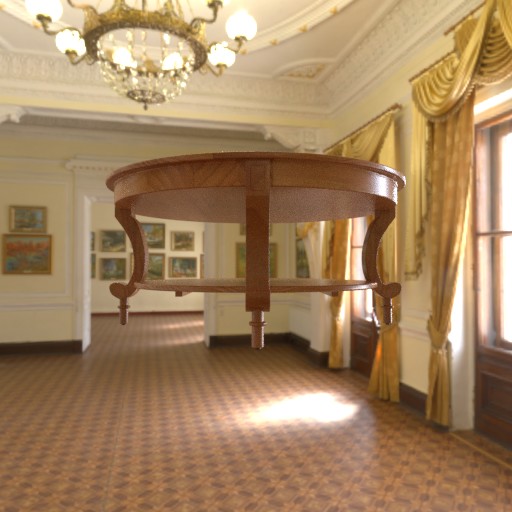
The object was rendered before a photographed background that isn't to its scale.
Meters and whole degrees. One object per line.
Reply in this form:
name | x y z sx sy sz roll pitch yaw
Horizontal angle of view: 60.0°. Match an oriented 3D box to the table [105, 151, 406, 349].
table | 0.000 0.000 1.590 1.029 0.490 1.029 0 -1 0
